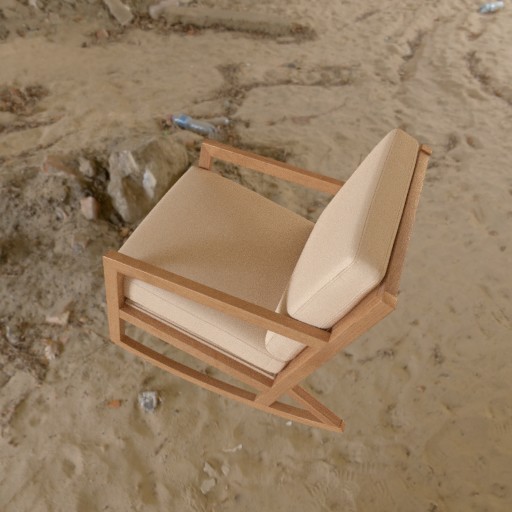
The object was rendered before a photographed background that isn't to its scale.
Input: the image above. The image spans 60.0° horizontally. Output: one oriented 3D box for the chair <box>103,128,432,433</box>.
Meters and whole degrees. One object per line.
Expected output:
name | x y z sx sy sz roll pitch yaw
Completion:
chair | 0.000 0.000 1.436 0.857 0.790 0.622 16 49 15
